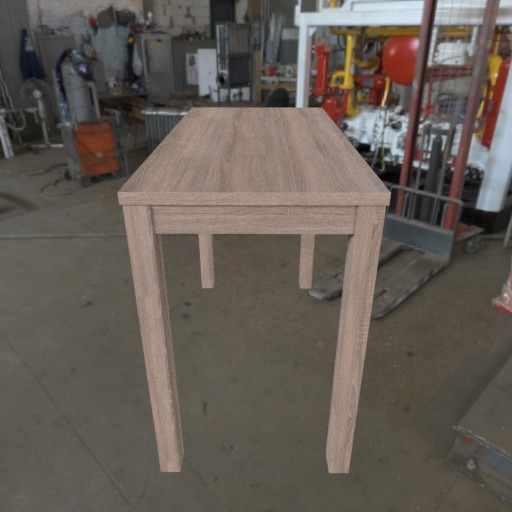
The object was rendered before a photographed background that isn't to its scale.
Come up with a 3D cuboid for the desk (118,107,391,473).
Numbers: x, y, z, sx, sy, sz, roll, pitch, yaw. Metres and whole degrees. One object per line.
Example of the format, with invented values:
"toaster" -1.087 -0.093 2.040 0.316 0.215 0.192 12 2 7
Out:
"desk" 0.000 0.000 1.416 0.495 0.762 0.991 0 27 0
